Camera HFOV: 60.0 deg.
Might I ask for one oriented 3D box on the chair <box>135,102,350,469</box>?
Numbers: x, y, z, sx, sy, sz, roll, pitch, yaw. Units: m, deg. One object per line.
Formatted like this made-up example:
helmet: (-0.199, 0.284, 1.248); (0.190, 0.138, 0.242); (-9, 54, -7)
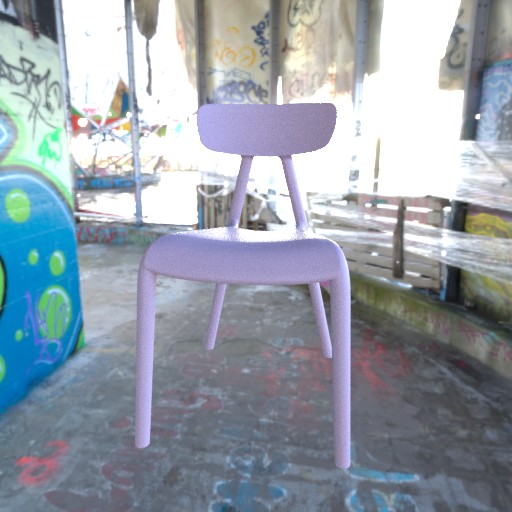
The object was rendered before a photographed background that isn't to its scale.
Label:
chair: (0.000, 0.000, 0.839); (0.356, 0.580, 0.401); (2, 14, 8)
